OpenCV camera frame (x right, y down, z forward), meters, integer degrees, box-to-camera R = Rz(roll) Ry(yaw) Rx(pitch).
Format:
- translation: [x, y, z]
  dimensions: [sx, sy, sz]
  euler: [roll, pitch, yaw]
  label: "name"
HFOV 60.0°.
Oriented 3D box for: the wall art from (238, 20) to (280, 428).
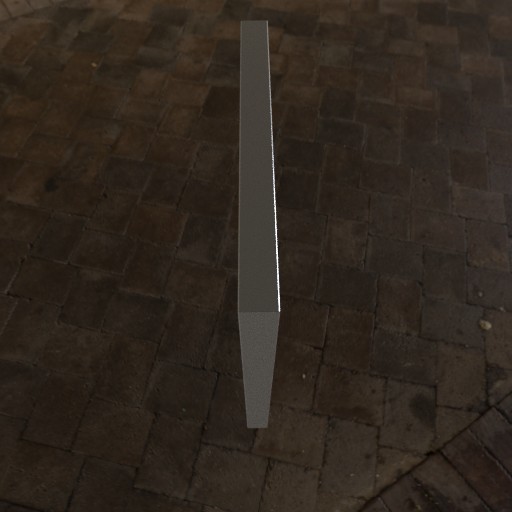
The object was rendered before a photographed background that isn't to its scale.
- translation: [0.000, 0.000, 0.750]
  dimensions: [0.038, 0.549, 0.452]
  euler: [-1, 59, 0]
  label: "wall art"
